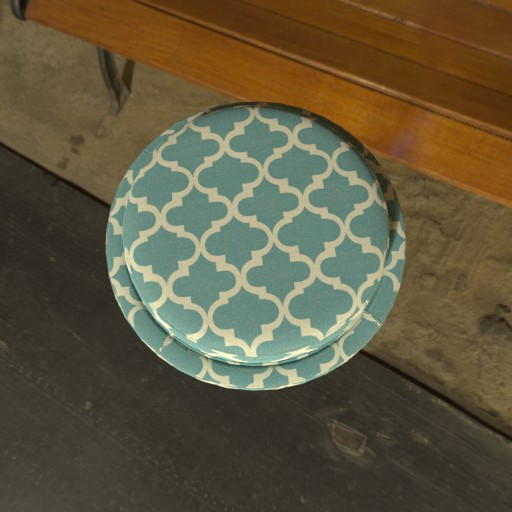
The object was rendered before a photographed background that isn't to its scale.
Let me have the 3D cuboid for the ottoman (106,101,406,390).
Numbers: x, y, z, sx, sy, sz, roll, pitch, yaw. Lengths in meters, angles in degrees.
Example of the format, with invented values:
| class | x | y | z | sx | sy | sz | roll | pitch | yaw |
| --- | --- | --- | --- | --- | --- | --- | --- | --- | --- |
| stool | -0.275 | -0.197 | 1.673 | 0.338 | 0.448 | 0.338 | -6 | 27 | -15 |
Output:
| class | x | y | z | sx | sy | sz | roll | pitch | yaw |
| --- | --- | --- | --- | --- | --- | --- | --- | --- | --- |
| ottoman | 0.000 | 0.000 | 0.833 | 0.480 | 0.429 | 0.480 | 0 | 75 | 0 |
